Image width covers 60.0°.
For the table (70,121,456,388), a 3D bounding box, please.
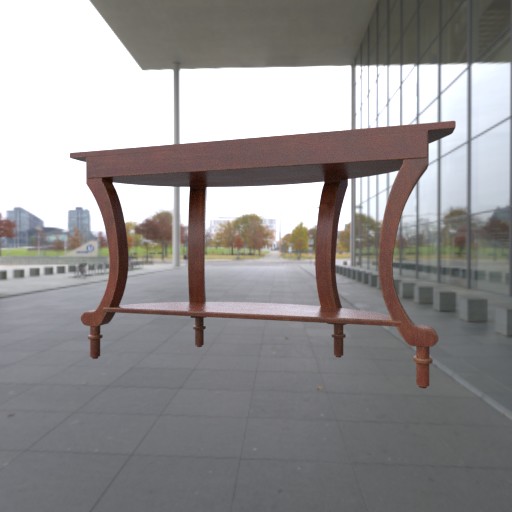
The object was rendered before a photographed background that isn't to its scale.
[{"bbox_3d":[0.000,0.000,1.506,1.198,0.699,0.394,0,1,18],"label":"table"}]
